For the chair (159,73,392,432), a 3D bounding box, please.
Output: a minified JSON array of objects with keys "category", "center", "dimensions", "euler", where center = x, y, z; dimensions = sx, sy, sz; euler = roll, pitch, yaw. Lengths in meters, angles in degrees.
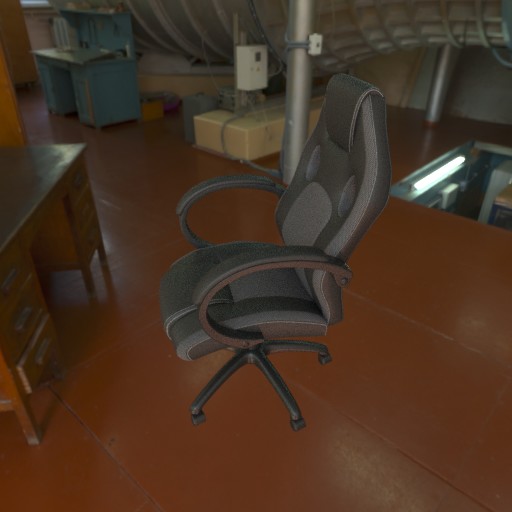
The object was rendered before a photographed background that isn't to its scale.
[{"category":"chair","center":[0.000,0.000,1.608],"dimensions":[0.724,1.187,0.673],"euler":[-7,32,-11]}]
